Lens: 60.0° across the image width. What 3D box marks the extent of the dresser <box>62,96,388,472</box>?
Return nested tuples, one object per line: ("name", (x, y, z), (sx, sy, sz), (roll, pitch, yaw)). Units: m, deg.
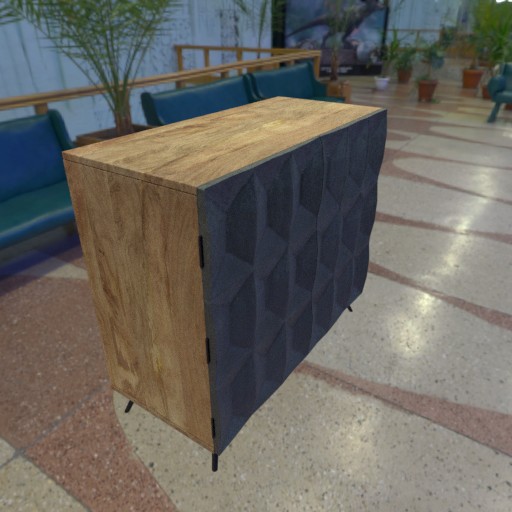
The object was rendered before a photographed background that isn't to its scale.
("dresser", (0.000, 0.000, 1.474), (0.446, 0.847, 0.967), (18, 34, 30))
